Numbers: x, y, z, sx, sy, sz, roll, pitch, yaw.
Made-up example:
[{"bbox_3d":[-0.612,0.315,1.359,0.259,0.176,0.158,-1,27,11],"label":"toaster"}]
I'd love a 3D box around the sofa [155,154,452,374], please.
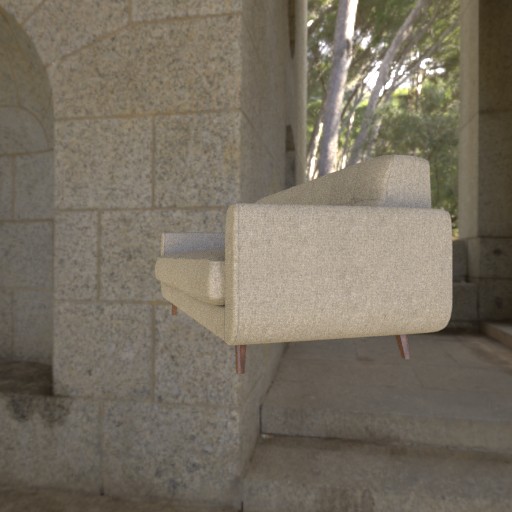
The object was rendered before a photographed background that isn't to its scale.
[{"bbox_3d":[0.000,0.000,2.575,0.968,0.873,2.055,0,0,-19],"label":"sofa"}]
